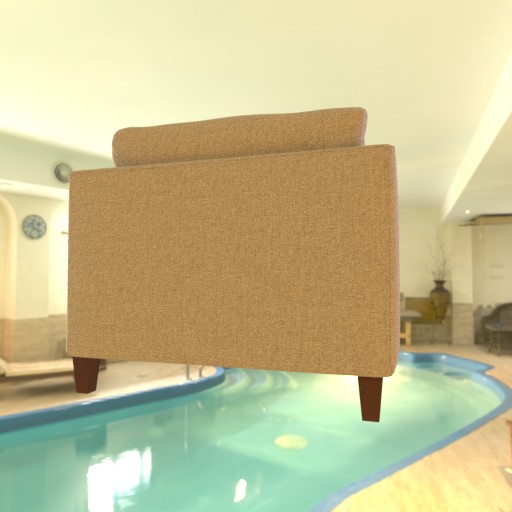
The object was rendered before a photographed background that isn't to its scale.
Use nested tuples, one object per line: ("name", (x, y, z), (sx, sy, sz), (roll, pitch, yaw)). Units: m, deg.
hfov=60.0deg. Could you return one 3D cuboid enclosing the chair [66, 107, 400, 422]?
("chair", (0.000, 0.000, 1.801), (1.107, 0.961, 0.959), (-1, -2, 18))
